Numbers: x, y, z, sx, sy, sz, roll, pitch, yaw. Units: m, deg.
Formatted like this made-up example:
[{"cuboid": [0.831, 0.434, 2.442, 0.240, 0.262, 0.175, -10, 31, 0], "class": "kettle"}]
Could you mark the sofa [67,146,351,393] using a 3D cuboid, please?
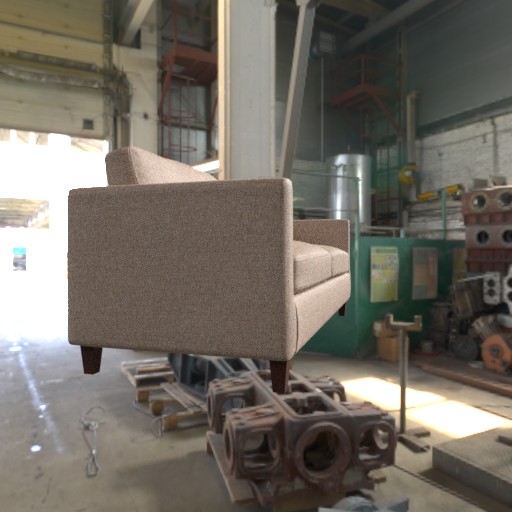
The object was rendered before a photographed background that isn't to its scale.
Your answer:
[{"cuboid": [0.000, 0.000, 2.680, 0.951, 0.965, 2.208, 0, 1, 17], "class": "sofa"}]
